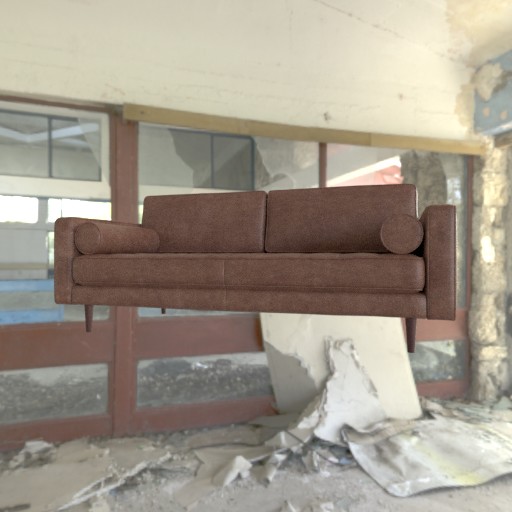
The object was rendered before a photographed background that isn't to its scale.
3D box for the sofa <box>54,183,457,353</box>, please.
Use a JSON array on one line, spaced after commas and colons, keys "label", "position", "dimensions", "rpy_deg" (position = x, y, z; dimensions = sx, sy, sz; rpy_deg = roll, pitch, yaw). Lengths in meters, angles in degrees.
[{"label": "sofa", "position": [0.000, 0.000, 2.332], "dimensions": [1.870, 0.760, 0.910], "rpy_deg": [0, 0, 18]}]
